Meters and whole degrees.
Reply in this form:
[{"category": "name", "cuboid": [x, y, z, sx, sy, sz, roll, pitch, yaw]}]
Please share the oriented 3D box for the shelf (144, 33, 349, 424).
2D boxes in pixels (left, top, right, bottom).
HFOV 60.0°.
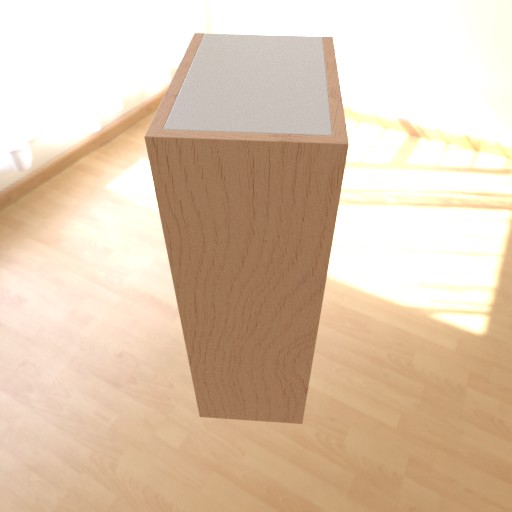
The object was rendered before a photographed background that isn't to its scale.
[{"category": "shelf", "cuboid": [0.000, 0.000, 0.739, 0.200, 0.600, 0.290, 3, 45, 3]}]
